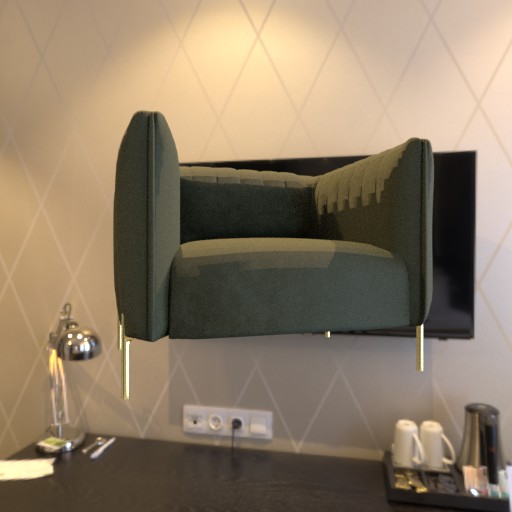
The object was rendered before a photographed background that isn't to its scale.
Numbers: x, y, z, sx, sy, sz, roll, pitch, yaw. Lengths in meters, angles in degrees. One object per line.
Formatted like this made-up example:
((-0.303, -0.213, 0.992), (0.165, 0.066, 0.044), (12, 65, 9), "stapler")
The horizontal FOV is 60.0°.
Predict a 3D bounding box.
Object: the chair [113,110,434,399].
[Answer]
((0.000, 0.000, 1.690), (1.032, 0.794, 0.877), (0, 0, -18), "chair")
